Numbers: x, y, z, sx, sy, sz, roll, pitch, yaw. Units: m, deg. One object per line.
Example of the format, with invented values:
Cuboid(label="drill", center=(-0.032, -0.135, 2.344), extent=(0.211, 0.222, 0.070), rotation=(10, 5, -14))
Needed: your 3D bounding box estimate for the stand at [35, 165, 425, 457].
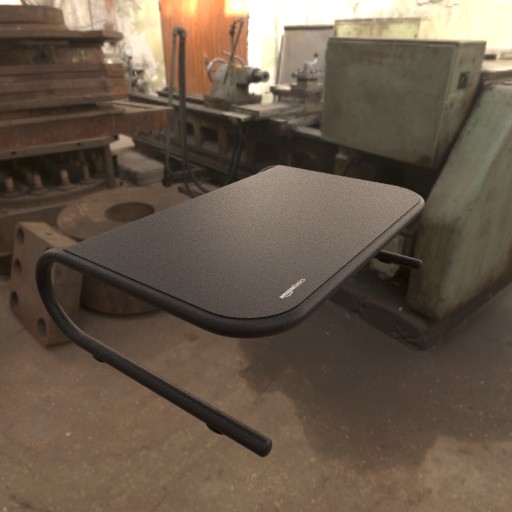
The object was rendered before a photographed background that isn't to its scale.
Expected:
Cuboid(label="stand", center=(0.000, 0.000, 0.503), extent=(0.280, 0.108, 0.370), rotation=(18, 31, 32))
